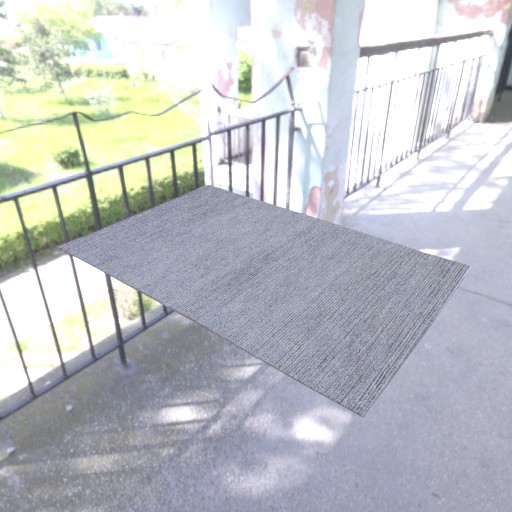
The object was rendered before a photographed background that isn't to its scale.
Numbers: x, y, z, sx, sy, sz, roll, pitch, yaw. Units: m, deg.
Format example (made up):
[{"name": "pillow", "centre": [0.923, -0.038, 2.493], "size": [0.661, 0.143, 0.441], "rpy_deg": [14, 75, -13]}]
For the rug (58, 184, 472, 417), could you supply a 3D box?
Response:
[{"name": "rug", "centre": [0.000, 0.000, 2.260], "size": [1.789, 0.021, 1.159], "rpy_deg": [22, 37, 33]}]
